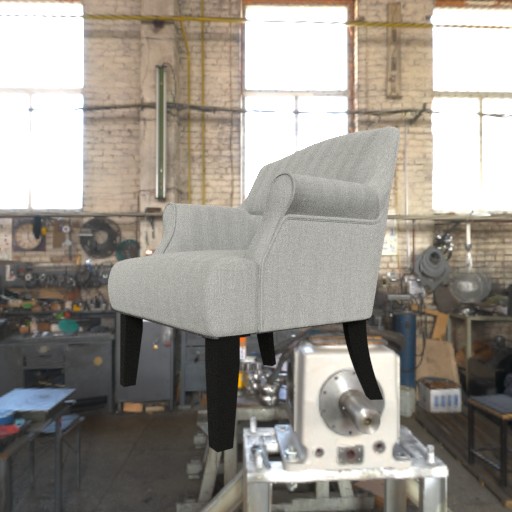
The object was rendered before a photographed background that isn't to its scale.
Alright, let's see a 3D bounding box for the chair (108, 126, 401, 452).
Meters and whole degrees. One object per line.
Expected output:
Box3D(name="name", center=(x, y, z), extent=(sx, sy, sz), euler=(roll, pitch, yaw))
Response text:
Box3D(name="chair", center=(0.000, 0.000, 1.450), extent=(0.755, 0.880, 0.772), euler=(1, -1, -35))
